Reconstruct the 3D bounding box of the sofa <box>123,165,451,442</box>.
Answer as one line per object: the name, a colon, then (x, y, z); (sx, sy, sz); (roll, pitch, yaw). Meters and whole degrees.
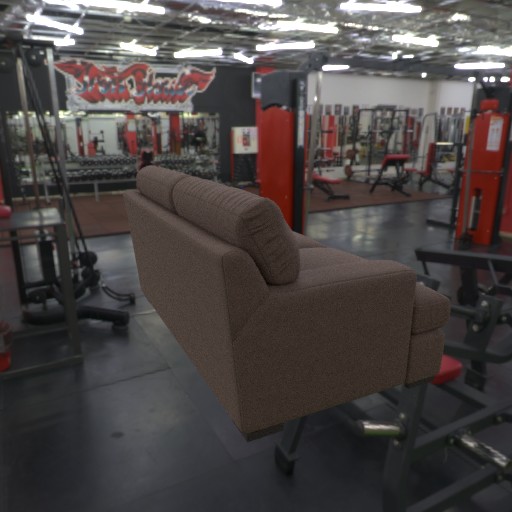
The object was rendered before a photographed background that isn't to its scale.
sofa: (0.000, 0.000, 2.551); (1.140, 0.950, 1.869); (-8, 18, -25)
